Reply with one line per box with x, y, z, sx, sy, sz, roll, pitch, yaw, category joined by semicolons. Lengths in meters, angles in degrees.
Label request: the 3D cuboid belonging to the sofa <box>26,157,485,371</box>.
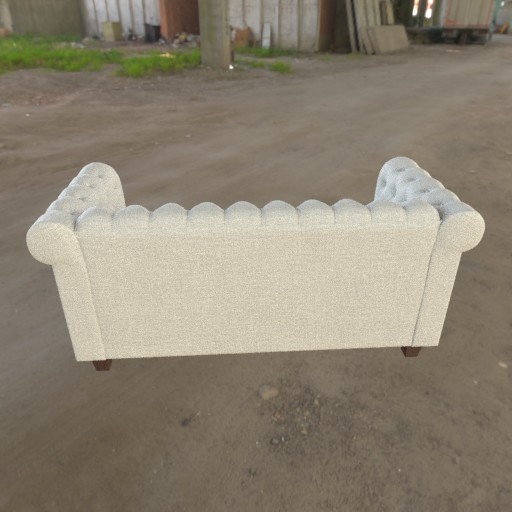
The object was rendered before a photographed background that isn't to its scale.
0.000;0.000;2.206;1.798;0.797;0.783;-2;29;-3;sofa
